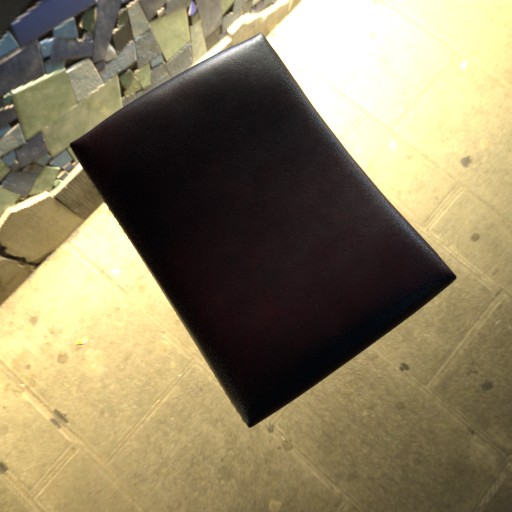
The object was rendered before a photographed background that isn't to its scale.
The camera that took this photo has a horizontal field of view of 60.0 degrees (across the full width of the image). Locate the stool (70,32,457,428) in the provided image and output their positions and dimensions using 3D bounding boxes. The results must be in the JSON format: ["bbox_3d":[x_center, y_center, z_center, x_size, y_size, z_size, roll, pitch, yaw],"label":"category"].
[{"bbox_3d":[0.000,0.000,0.938,0.372,0.657,0.504,-33,79,-8],"label":"stool"}]
